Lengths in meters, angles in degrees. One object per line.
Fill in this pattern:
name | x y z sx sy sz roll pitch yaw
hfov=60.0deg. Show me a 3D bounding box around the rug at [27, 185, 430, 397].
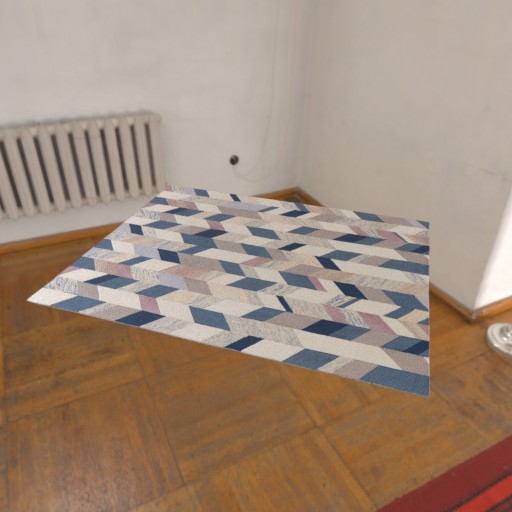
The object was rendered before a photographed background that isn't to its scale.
rug | 0.000 0.000 4.118 3.072 0.011 2.451 10 34 16
